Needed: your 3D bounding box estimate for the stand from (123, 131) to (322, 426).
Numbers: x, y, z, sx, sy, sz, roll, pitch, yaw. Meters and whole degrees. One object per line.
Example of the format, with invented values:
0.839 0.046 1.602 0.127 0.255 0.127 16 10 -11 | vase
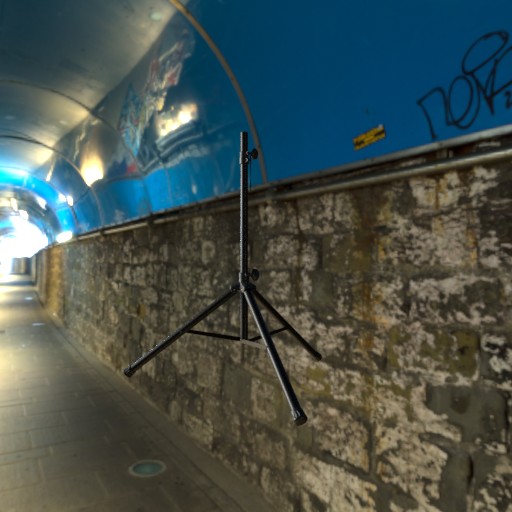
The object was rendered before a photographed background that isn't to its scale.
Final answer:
0.000 0.000 1.874 1.045 1.136 0.907 0 -1 -19 | stand
